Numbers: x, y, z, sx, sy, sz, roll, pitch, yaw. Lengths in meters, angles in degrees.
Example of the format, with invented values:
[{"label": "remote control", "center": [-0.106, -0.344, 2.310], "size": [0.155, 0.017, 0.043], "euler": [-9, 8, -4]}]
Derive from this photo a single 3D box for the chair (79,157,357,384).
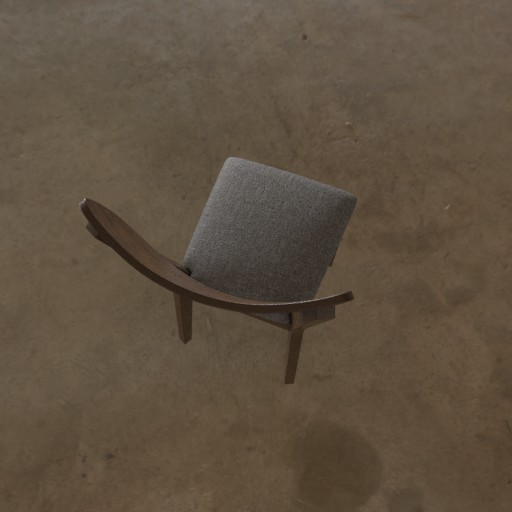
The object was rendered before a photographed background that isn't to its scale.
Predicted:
[{"label": "chair", "center": [0.000, 0.000, 1.179], "size": [0.491, 0.849, 0.583], "euler": [19, 65, 10]}]
